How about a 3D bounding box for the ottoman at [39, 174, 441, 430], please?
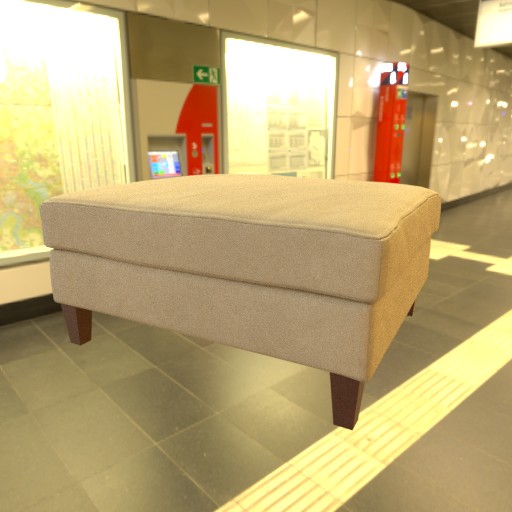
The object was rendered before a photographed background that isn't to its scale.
[{"bbox_3d":[0.000,0.000,1.432,1.002,0.492,0.836,8,17,28],"label":"ottoman"}]
